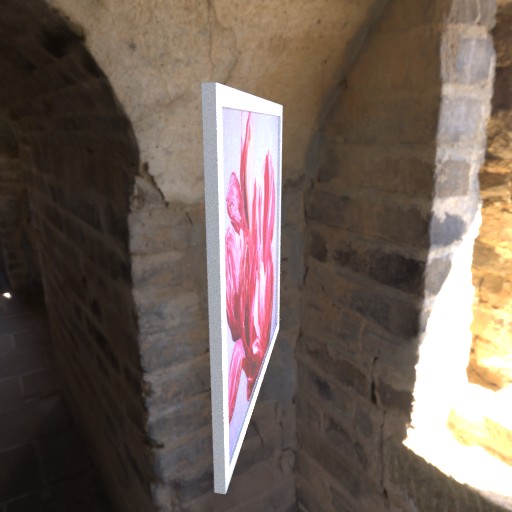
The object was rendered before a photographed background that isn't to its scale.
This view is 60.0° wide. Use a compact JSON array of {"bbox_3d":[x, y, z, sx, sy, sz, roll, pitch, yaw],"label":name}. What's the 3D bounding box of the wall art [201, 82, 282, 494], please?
[{"bbox_3d":[0.000,0.000,0.983,0.020,0.661,0.664,3,16,10],"label":"wall art"}]
